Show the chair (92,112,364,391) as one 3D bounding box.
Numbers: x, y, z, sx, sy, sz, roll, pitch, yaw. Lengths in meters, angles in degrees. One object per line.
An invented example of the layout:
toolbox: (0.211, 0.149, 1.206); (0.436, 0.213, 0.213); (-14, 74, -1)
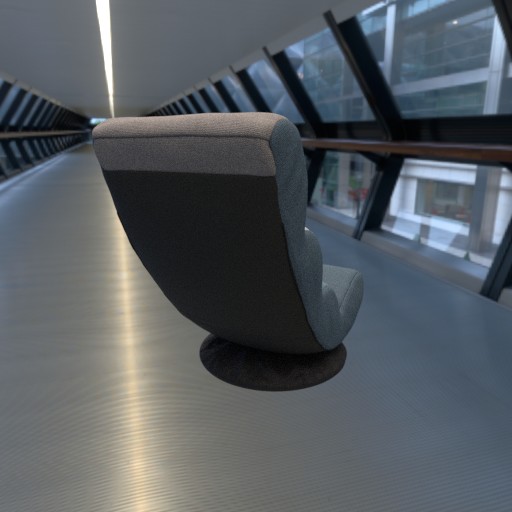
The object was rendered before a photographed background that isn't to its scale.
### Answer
chair: (0.000, 0.000, 1.095); (0.420, 0.641, 0.661); (7, 16, 26)
